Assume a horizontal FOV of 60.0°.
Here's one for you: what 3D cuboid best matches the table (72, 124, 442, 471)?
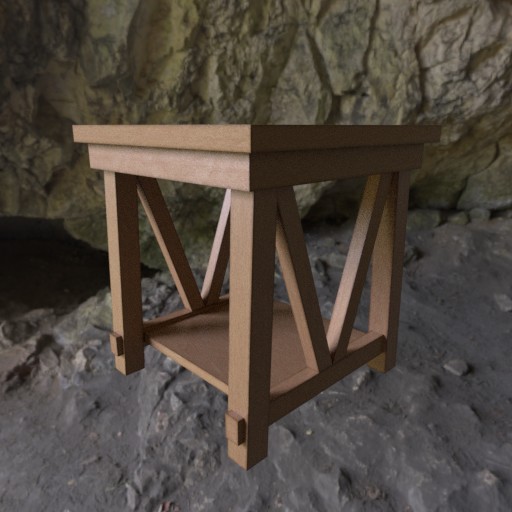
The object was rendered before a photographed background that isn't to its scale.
[{"bbox_3d":[0.000,0.000,1.125,0.612,0.638,0.610,-15,22,-42],"label":"table"}]
